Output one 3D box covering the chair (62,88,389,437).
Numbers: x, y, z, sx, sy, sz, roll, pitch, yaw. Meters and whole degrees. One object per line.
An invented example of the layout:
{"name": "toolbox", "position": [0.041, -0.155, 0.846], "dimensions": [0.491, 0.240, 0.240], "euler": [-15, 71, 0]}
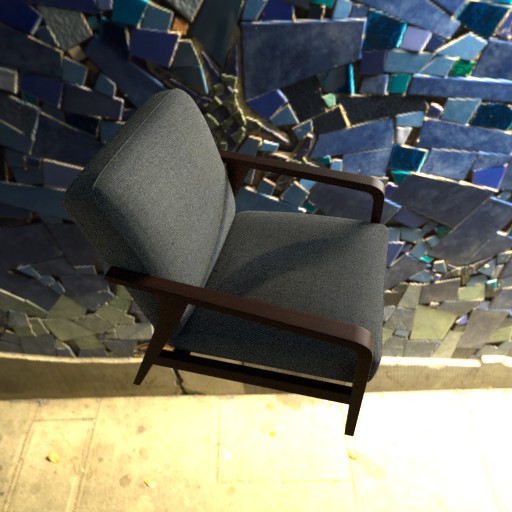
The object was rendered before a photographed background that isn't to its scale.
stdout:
{"name": "chair", "position": [0.000, 0.000, 1.462], "dimensions": [0.858, 0.847, 0.704], "euler": [10, 46, 10]}
